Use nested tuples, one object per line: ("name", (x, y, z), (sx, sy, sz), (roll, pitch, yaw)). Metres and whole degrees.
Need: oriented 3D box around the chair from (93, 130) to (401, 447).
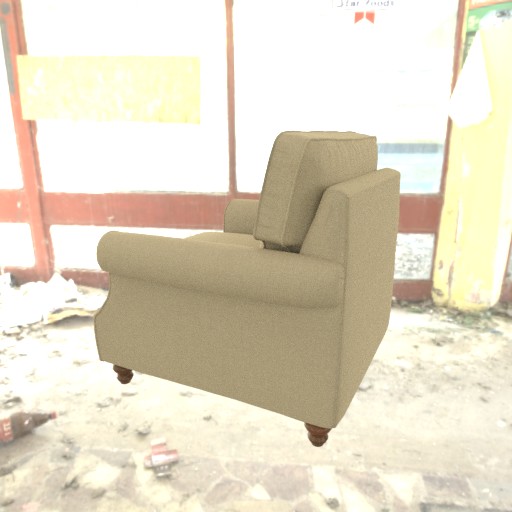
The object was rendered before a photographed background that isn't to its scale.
("chair", (0.000, 0.000, 1.777), (0.966, 0.967, 1.029), (8, 17, 26))
